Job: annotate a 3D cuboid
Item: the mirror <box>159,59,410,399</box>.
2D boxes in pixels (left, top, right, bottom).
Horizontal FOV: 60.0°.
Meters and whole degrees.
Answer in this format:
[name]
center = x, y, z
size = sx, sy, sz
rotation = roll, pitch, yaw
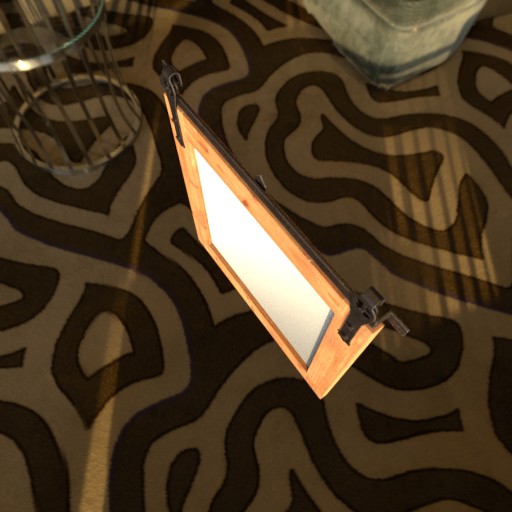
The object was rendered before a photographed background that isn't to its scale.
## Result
[mirror]
center = 0.000, 0.000, 1.185
size = 0.054, 0.800, 0.805
rotation = -33, 68, -15
